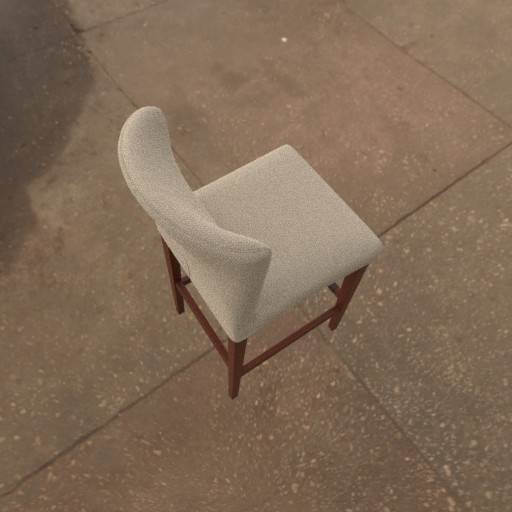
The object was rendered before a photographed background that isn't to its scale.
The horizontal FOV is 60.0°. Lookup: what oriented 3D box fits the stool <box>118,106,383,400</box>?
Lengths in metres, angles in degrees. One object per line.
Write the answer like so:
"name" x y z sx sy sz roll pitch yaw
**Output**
"stool" 0.000 0.000 1.379 0.568 1.069 0.481 -30 65 -16
